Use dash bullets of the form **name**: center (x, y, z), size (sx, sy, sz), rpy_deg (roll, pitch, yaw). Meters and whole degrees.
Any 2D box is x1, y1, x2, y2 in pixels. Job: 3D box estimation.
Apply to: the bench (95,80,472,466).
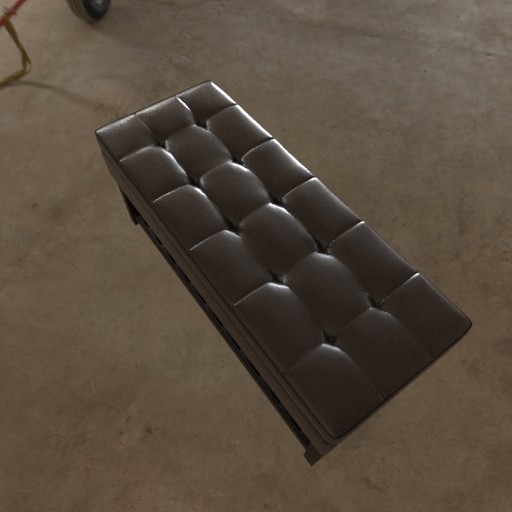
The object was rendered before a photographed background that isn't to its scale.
- **bench**: center (0.000, 0.000, 1.344), size (0.432, 0.460, 1.105), rpy_deg (-32, 63, -19)
